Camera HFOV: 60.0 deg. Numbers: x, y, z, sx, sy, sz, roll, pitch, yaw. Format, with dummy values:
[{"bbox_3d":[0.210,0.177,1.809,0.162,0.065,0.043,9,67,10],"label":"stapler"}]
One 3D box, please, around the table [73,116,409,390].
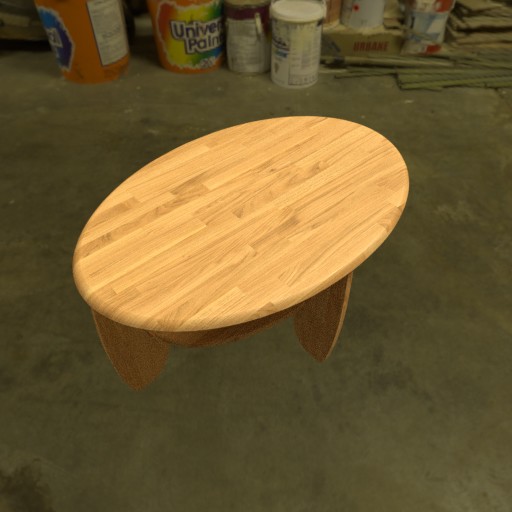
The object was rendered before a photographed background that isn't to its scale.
[{"bbox_3d":[0.000,0.000,1.389,1.040,0.490,0.690,-33,55,-27],"label":"table"}]
